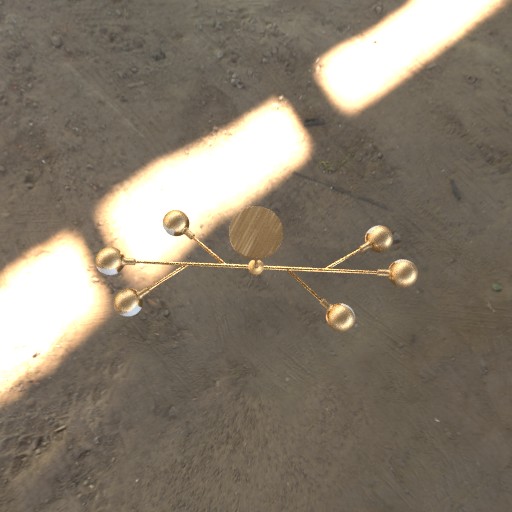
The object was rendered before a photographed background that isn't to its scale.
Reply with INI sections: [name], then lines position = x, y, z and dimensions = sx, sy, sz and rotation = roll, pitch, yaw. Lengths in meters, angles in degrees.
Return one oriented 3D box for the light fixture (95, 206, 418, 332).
[light fixture]
position = 0.000, 0.000, 1.004
dimensions = 0.778, 0.362, 0.434
rotation = 18, 76, 5
